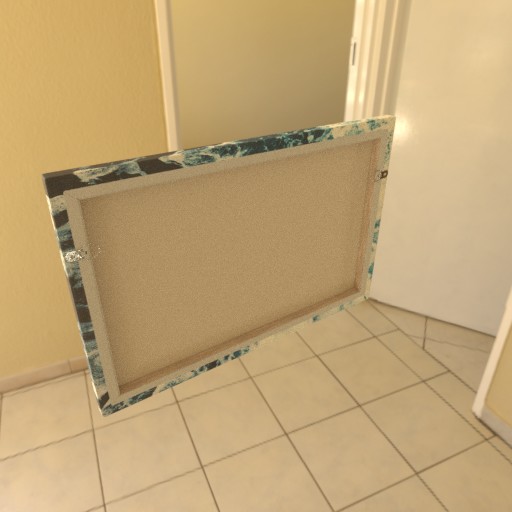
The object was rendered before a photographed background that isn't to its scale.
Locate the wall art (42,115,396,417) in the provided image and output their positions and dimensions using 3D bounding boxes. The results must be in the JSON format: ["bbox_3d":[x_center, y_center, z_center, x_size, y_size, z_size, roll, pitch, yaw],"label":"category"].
[{"bbox_3d":[0.000,0.000,1.933,1.524,1.017,0.055,-18,34,-29],"label":"wall art"}]
